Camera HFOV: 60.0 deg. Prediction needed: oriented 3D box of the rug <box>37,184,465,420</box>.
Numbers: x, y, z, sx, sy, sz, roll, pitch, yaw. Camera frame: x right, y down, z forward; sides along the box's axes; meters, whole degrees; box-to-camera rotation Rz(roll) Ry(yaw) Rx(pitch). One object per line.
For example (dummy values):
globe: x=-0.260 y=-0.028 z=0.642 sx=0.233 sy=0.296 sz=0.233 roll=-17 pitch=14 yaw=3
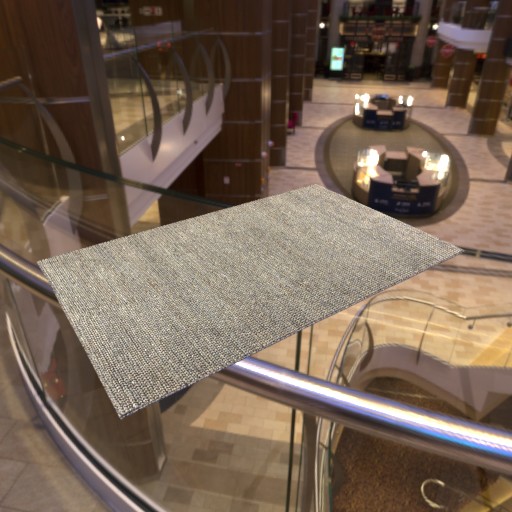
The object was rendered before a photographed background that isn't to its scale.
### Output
rug: x=0.000 y=0.000 z=2.973 sx=2.443 sy=0.021 sz=1.538 roll=-20 pitch=35 yaw=-30
